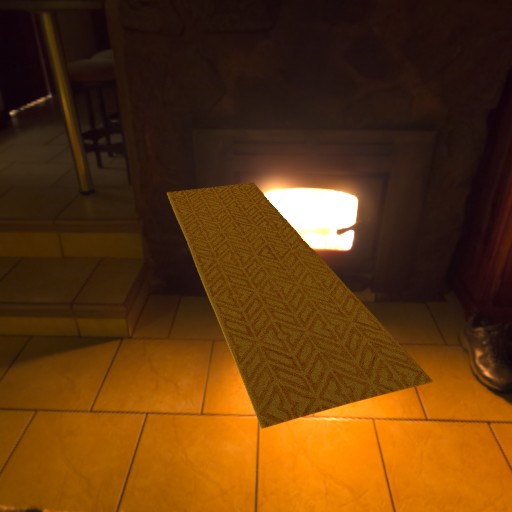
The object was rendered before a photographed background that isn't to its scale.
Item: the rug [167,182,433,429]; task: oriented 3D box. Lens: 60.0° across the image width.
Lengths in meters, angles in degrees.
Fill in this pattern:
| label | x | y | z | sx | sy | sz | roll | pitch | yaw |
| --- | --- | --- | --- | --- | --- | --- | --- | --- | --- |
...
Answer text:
| label | x | y | z | sx | sy | sz | roll | pitch | yaw |
| --- | --- | --- | --- | --- | --- | --- | --- | --- | --- |
| rug | 0.000 | 0.000 | 2.732 | 0.750 | 0.009 | 2.435 | -9 | 31 | -16 |
